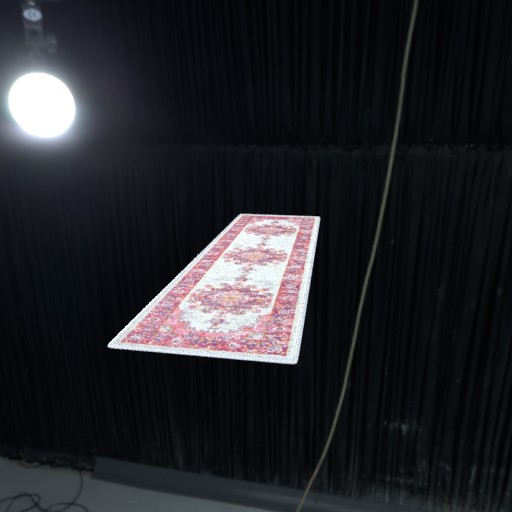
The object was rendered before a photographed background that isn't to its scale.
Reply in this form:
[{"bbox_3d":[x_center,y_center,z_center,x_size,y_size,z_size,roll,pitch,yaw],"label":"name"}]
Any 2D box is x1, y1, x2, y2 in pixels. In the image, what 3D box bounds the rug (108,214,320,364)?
[{"bbox_3d":[0.000,0.000,2.571,0.666,0.011,2.294,3,17,9],"label":"rug"}]
